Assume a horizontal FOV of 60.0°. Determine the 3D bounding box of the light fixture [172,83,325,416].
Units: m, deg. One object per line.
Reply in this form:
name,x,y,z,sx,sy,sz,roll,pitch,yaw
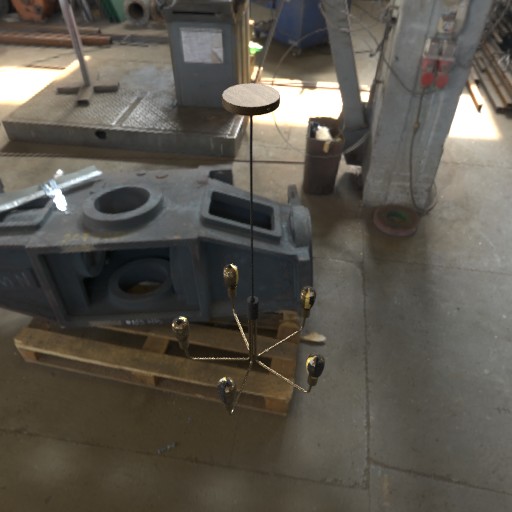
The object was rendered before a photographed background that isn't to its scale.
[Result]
light fixture,0.000,0.000,1.399,0.532,1.059,0.588,-26,49,-25
